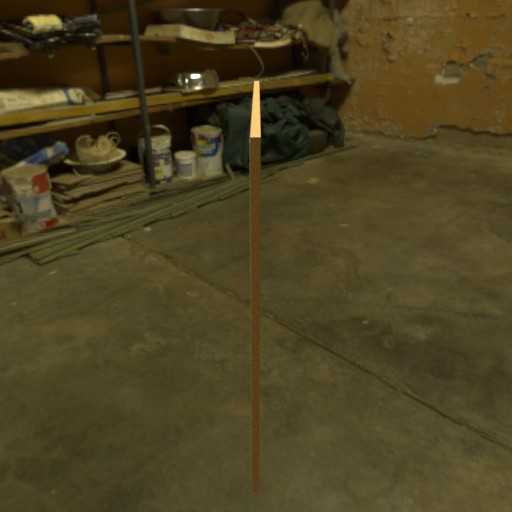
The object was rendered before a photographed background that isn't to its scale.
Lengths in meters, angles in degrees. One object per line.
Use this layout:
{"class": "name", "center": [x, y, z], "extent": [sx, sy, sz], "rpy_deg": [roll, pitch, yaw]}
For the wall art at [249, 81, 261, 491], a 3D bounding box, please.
{"class": "wall art", "center": [0.000, 0.000, 0.974], "extent": [0.014, 0.655, 0.657], "rpy_deg": [0, 27, 0]}
